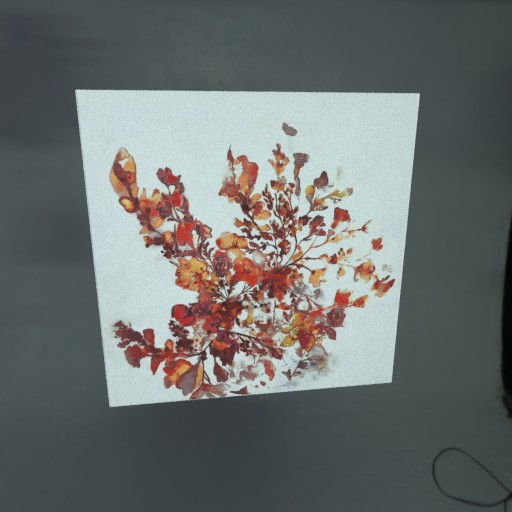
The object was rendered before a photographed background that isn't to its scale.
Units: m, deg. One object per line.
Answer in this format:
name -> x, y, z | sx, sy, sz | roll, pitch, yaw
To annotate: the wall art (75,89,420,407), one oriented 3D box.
wall art -> 0.000, 0.000, 1.451 | 1.009, 1.009, 0.049 | -2, 17, -8
